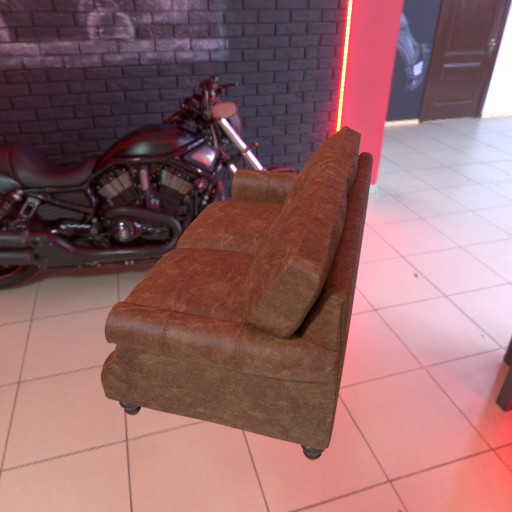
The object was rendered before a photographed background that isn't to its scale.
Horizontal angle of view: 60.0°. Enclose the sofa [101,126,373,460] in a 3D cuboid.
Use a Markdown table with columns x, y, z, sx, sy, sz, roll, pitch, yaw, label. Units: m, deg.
| x | y | z | sx | sy | sz | roll | pitch | yaw | label |
| --- | --- | --- | --- | --- | --- | --- | --- | --- | --- |
| 0.000 | 0.000 | 2.190 | 0.990 | 0.967 | 1.616 | 8 | 32 | 13 | sofa |
